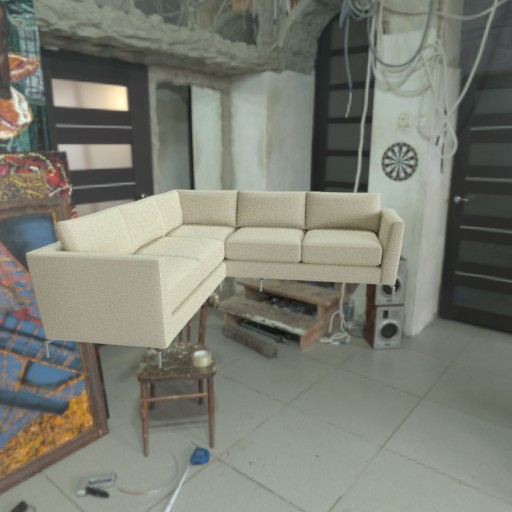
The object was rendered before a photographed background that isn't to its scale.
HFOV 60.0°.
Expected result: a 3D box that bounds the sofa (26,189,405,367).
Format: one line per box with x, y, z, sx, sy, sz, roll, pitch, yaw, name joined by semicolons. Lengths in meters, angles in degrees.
0.000;0.000;3.669;2.448;0.867;2.430;2;14;10;sofa
